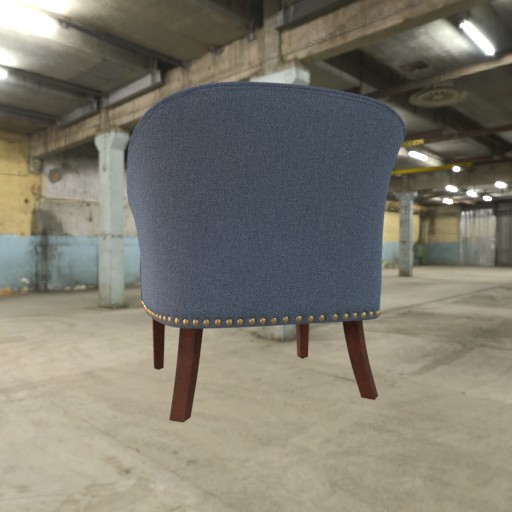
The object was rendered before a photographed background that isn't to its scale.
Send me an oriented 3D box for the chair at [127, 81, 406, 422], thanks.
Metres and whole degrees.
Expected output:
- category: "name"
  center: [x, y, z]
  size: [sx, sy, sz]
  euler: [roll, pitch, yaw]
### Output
- category: "chair"
  center: [0.000, 0.000, 1.376]
  size: [0.772, 0.815, 0.704]
  euler: [0, 0, -18]
